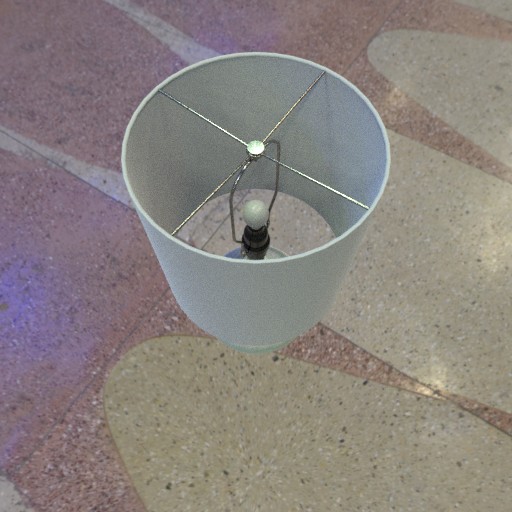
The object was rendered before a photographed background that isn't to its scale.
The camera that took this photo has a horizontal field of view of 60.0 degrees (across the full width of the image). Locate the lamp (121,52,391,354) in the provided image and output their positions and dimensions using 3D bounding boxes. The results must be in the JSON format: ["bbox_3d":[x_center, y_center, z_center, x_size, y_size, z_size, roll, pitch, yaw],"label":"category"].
[{"bbox_3d":[0.000,0.000,0.539,0.217,0.404,0.217,33,68,15],"label":"lamp"}]
